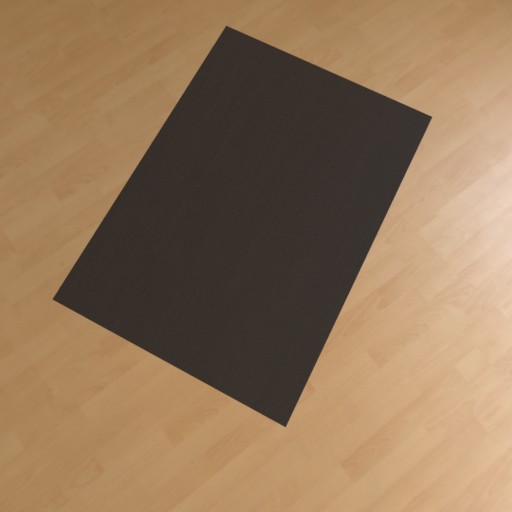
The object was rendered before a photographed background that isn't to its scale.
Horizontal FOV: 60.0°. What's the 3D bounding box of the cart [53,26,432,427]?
[{"bbox_3d":[0.000,0.000,1.243,0.456,0.879,0.660,27,77,6],"label":"cart"}]
